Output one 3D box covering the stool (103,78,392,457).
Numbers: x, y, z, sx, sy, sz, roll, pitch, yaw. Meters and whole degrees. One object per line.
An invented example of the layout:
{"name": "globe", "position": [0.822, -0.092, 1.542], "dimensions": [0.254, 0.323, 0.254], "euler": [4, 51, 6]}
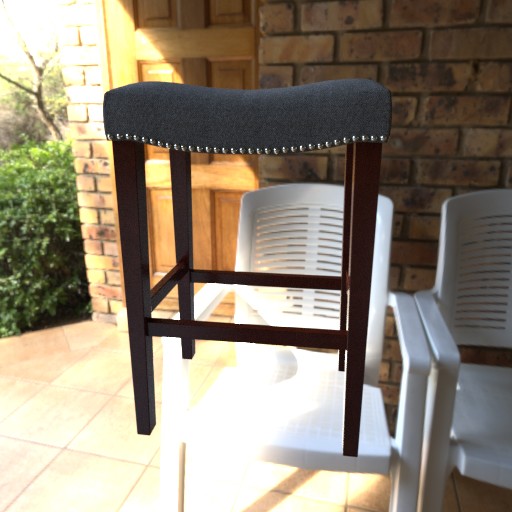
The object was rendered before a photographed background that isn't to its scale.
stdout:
{"name": "stool", "position": [0.000, 0.000, 1.011], "dimensions": [0.504, 0.742, 0.372], "euler": [3, 17, 8]}
